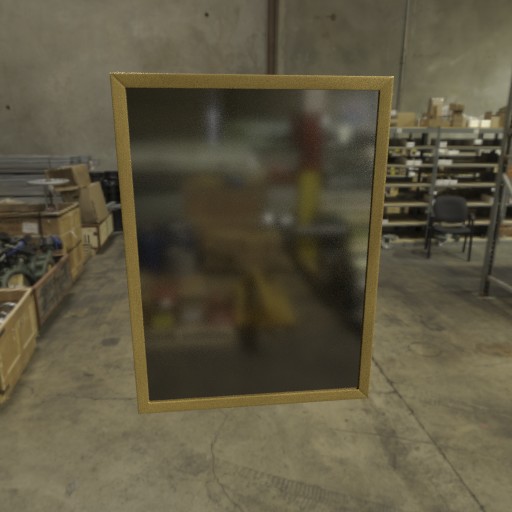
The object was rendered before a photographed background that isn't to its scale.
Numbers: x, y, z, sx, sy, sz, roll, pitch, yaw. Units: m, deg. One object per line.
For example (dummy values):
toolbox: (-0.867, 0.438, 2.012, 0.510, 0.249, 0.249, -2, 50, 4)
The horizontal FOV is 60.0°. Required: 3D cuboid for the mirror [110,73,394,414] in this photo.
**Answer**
mirror: (0.000, 0.000, 1.340, 0.762, 1.016, 0.040, -2, 16, -6)
